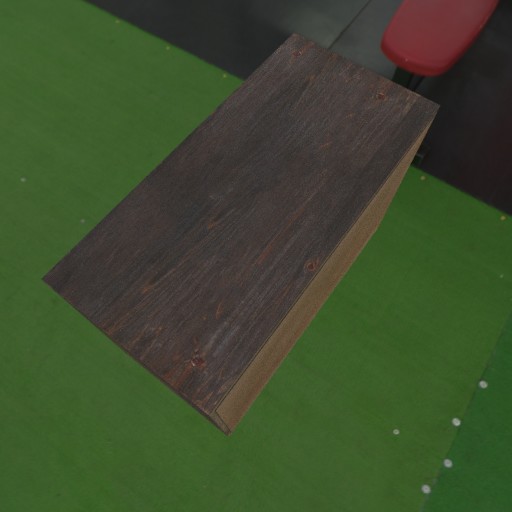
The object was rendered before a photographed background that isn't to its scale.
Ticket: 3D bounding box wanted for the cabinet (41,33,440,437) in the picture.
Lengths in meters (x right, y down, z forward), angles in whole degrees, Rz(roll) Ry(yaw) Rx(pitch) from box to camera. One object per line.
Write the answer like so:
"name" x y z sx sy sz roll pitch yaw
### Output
"cabinet" 0.000 0.000 1.535 0.529 0.897 1.023 34 69 15
